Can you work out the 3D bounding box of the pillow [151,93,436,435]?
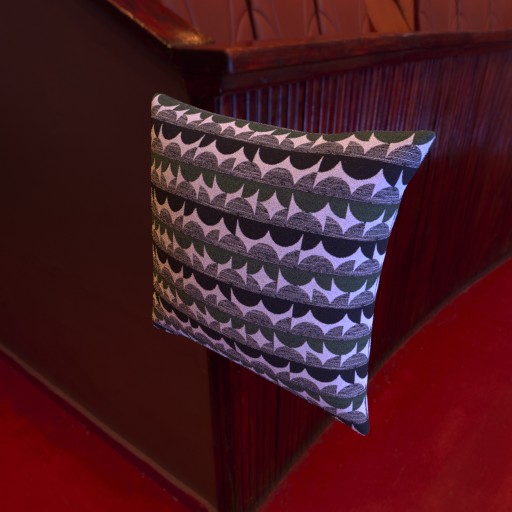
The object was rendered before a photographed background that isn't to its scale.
[{"bbox_3d":[0.000,0.000,0.638,0.419,0.404,0.180,19,35,30],"label":"pillow"}]
